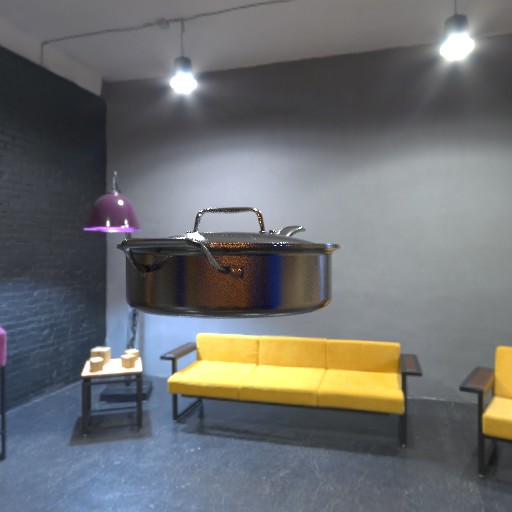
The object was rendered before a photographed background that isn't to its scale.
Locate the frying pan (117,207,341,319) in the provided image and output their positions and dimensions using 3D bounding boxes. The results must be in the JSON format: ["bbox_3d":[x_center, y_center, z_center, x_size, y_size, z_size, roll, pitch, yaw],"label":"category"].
[{"bbox_3d":[0.000,0.000,0.586,0.245,0.111,0.492,0,1,19],"label":"frying pan"}]
